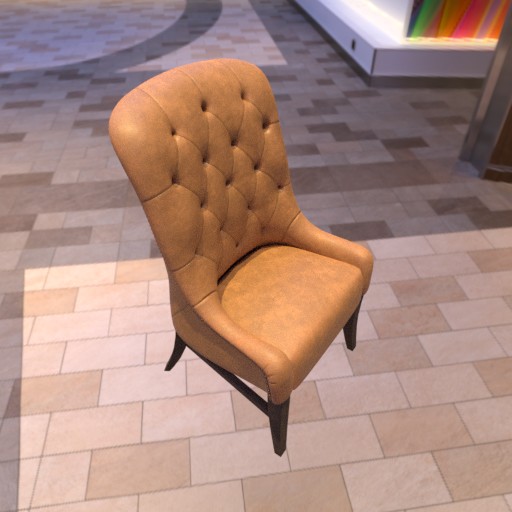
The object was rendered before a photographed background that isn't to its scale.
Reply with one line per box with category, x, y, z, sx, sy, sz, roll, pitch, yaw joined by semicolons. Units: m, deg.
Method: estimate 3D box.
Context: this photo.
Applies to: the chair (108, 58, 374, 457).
chair;0.000;0.000;1.464;0.629;1.091;0.634;25;47;26
